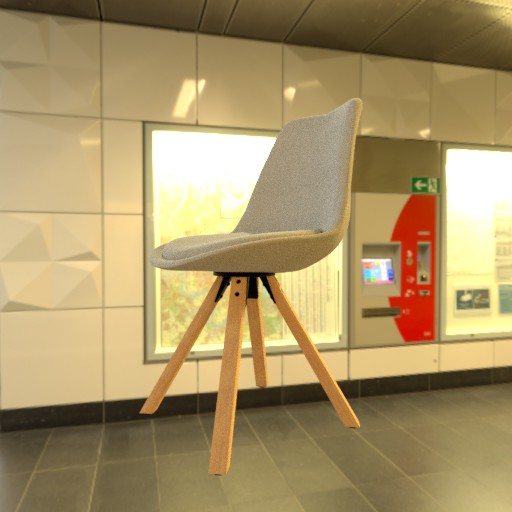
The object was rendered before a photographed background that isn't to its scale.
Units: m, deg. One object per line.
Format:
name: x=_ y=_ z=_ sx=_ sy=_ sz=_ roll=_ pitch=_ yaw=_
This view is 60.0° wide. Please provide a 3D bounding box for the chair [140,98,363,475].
chair: x=0.000 y=0.000 z=1.184 sx=0.549 sy=0.863 sz=0.474 roll=-1 pitch=2 yaw=-35
